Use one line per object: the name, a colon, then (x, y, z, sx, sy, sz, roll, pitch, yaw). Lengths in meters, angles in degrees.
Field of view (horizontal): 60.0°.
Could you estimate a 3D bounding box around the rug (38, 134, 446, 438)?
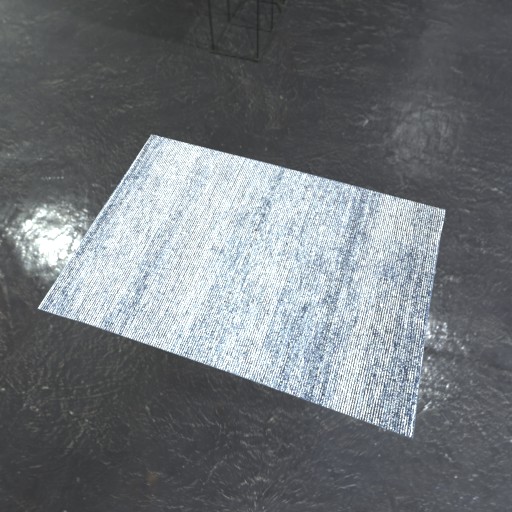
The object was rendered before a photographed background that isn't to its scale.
rug: (0.000, 0.000, 2.980, 2.349, 0.030, 1.624, 17, 60, 10)
